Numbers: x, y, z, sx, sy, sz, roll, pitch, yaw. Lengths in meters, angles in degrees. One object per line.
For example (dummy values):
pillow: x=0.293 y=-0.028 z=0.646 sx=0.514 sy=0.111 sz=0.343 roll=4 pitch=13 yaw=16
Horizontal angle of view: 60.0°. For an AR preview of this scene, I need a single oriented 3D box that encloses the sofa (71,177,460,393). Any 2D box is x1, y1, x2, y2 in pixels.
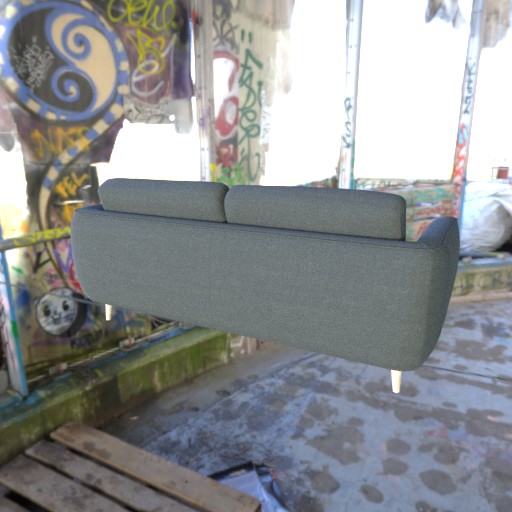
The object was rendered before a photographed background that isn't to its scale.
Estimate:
sofa: x=0.000 y=0.000 z=2.444 sx=2.000 sy=0.850 sz=0.920 roll=8 pitch=17 yaw=27
